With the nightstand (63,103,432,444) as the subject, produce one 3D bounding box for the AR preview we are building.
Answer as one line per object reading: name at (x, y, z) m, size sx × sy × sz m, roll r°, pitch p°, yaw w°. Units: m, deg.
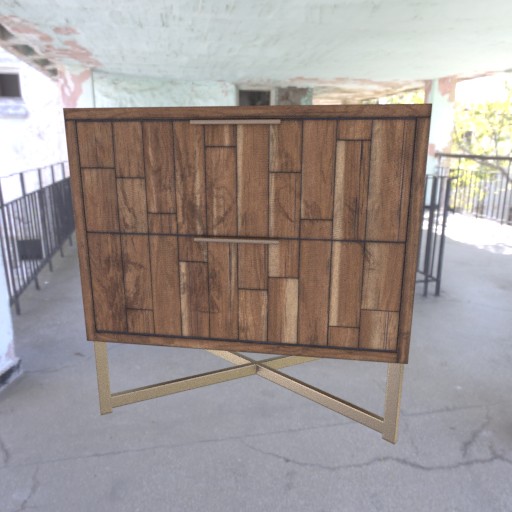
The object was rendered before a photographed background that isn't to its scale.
nightstand at (0.000, 0.000, 0.996) m, size 0.610 × 0.610 × 0.446 m, roll 2°, pitch 15°, yaw 9°
